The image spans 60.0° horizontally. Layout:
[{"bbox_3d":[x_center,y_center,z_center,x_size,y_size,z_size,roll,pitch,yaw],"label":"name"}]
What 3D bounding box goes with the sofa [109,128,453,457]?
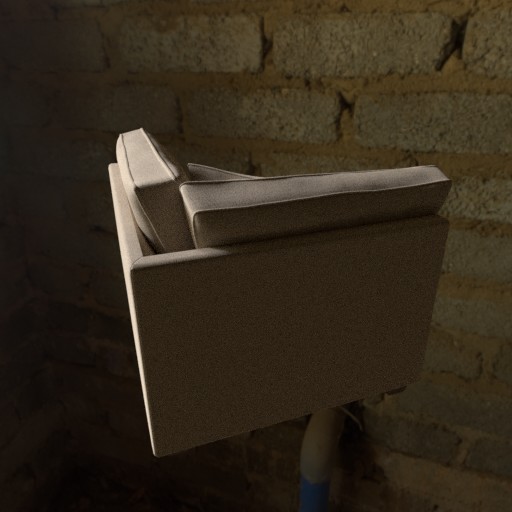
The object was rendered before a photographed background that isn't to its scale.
[{"bbox_3d":[0.000,0.000,1.837,1.050,0.937,1.042,-9,27,-17],"label":"sofa"}]
